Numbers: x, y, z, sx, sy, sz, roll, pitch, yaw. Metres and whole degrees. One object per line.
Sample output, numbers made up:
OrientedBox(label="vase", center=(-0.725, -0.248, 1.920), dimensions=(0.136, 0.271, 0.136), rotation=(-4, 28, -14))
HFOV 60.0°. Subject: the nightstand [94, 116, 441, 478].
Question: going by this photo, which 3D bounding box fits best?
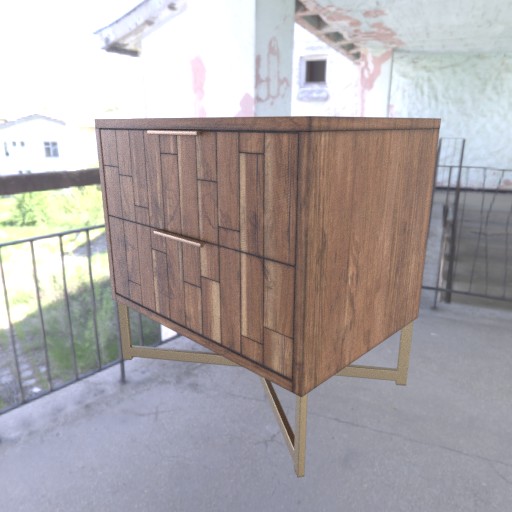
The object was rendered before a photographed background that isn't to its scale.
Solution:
OrientedBox(label="nightstand", center=(0.000, 0.000, 1.030), dimensions=(0.610, 0.610, 0.446), rotation=(15, 23, 42))
